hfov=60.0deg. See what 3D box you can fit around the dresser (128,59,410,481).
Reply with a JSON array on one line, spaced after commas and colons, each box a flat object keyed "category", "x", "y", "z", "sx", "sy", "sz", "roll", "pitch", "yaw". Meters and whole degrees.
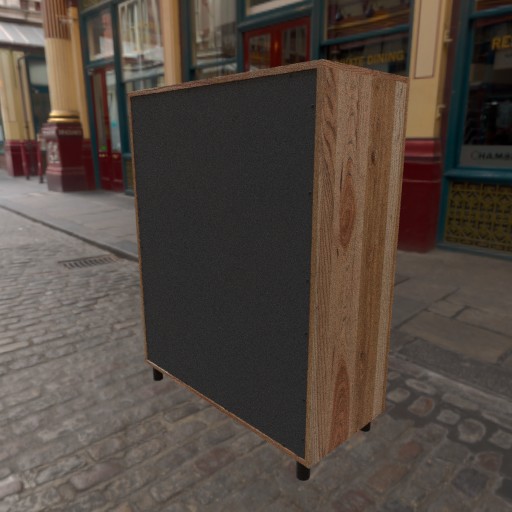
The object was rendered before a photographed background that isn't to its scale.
[{"category": "dresser", "x": 0.000, "y": 0.000, "z": 1.728, "sx": 0.480, "sy": 1.243, "sz": 0.966, "roll": -13, "pitch": 19, "yaw": -43}]
